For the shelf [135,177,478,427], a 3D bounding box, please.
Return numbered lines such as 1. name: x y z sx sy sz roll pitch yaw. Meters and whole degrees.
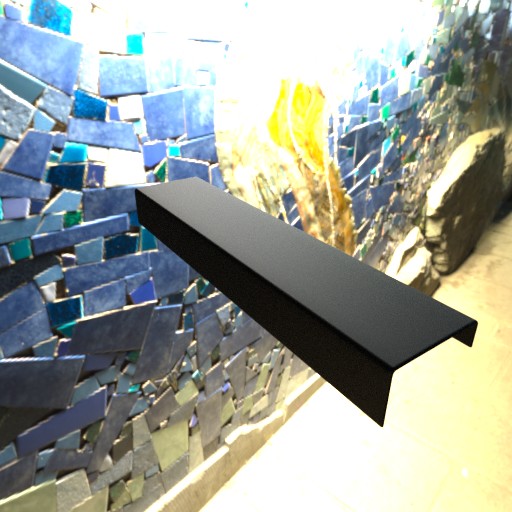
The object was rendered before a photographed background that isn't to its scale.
1. shelf: 0.000 0.000 0.492 0.102 0.053 0.456 -17 32 -31
